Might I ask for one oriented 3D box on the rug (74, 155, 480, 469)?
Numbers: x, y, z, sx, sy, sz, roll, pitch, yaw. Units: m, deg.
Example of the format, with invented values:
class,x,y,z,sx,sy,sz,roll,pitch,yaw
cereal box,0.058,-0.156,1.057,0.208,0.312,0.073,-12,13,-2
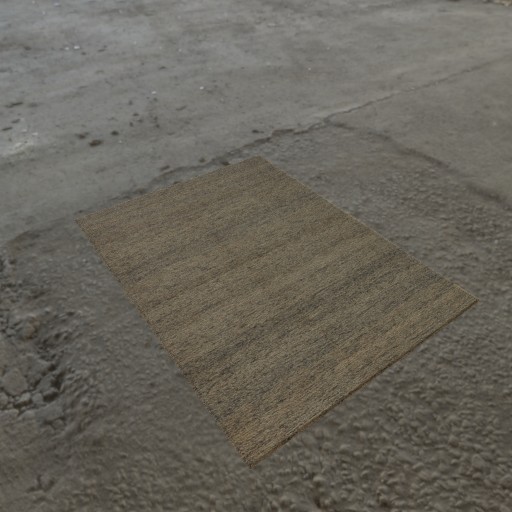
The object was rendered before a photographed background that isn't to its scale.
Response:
class,x,y,z,sx,sy,sz,roll,pitch,yaw
rug,0.000,0.000,4.230,2.414,0.036,3.199,-25,47,-26
